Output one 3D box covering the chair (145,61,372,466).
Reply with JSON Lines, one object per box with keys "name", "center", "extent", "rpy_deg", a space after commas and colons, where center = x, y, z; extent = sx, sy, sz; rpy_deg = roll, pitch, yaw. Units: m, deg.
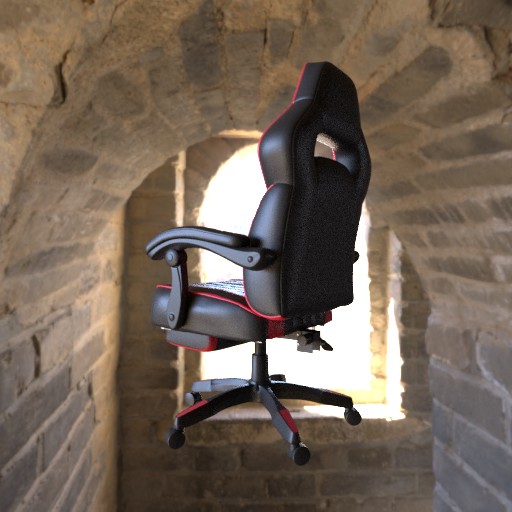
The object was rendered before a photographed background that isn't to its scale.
{"name": "chair", "center": [0.000, 0.000, 1.620], "extent": [0.700, 1.220, 0.700], "rpy_deg": [0, 0, 36]}
